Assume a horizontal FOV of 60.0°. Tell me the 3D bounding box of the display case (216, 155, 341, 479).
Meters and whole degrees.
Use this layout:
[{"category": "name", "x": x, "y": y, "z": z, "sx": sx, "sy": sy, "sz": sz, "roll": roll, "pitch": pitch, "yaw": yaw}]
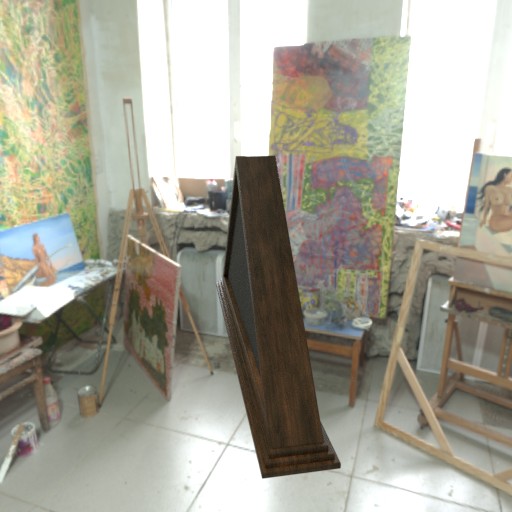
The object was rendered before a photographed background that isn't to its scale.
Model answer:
[{"category": "display case", "x": 0.000, "y": 0.000, "z": 0.770, "sx": 0.095, "sy": 0.340, "sz": 0.640, "roll": -3, "pitch": 17, "yaw": -9}]
